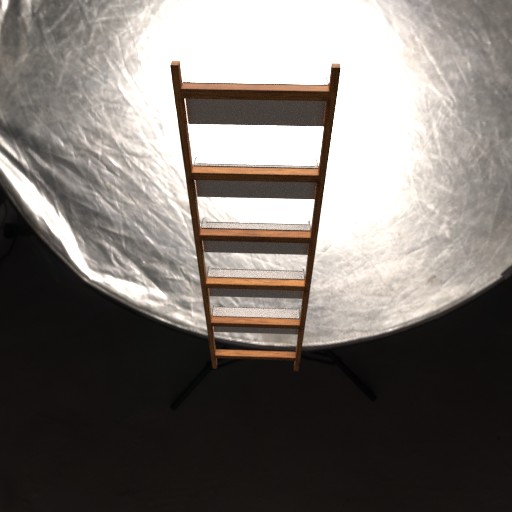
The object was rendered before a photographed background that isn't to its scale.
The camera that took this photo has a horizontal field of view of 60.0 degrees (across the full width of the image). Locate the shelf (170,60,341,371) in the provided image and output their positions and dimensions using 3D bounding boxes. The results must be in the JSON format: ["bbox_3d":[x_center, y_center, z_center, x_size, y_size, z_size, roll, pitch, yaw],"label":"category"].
[{"bbox_3d":[0.000,0.000,1.800,0.454,1.600,0.141,2,47,1],"label":"shelf"}]
